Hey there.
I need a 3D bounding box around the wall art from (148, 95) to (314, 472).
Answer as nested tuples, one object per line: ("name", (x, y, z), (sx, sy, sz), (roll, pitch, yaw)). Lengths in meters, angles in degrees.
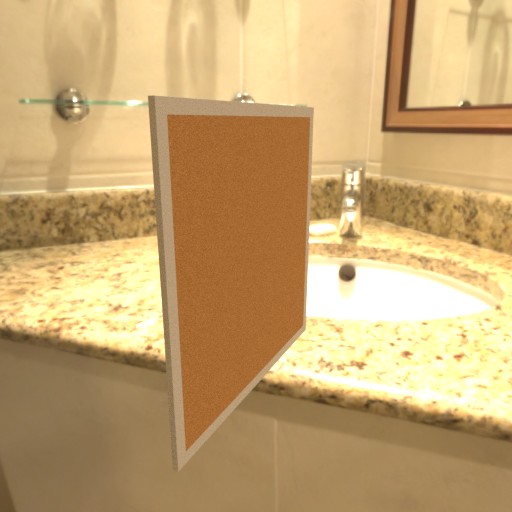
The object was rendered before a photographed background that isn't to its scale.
("wall art", (0.000, 0.000, 0.701), (0.009, 0.457, 0.456), (8, 19, 26))
